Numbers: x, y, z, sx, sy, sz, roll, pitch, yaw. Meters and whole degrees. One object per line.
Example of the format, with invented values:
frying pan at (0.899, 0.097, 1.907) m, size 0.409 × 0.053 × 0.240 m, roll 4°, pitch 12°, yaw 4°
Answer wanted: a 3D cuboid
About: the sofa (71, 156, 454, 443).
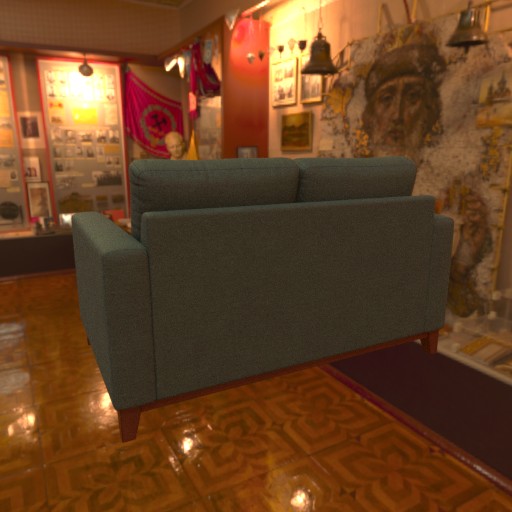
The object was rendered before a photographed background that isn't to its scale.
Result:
sofa at (0.000, 0.000, 2.053) m, size 1.489 × 0.903 × 0.955 m, roll -7°, pitch 15°, yaw -27°
